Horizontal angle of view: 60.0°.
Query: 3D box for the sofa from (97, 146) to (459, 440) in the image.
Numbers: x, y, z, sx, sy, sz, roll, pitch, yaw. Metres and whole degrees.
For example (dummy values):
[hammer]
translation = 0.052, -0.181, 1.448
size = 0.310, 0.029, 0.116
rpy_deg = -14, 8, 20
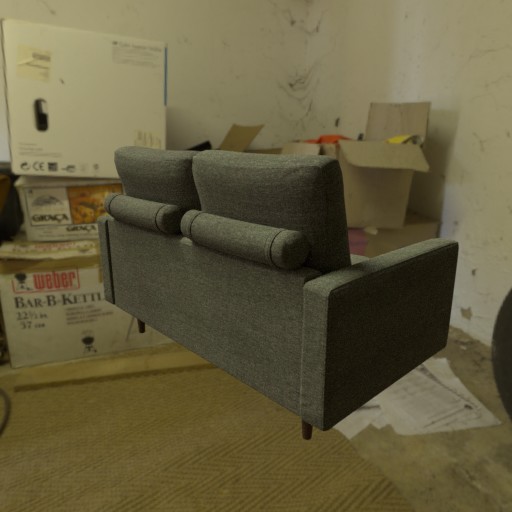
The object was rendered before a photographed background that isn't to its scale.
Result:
[sofa]
translation = 0.000, 0.000, 1.909
size = 0.842, 0.907, 1.407
rpy_deg = -14, 21, -41
